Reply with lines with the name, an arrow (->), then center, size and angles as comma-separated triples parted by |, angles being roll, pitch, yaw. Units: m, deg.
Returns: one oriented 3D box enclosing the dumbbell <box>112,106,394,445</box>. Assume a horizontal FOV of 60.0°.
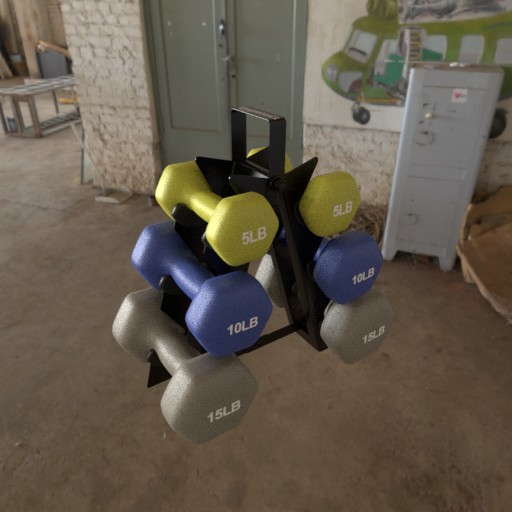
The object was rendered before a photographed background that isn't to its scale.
dumbbell -> 0.000, 0.000, 0.678 | 0.416, 0.426, 0.261 | -18, 34, -29
